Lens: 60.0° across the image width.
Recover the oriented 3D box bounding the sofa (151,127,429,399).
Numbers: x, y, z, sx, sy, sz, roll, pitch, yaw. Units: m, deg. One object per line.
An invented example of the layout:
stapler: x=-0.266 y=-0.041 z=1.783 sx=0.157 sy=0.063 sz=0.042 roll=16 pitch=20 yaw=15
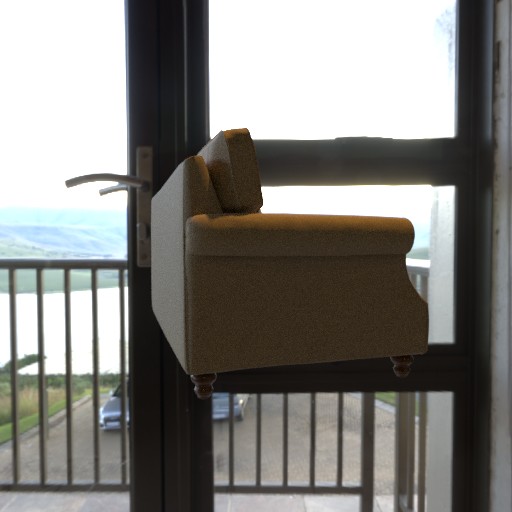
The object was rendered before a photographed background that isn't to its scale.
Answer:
sofa: x=0.000 y=0.000 z=2.290 sx=0.964 sy=0.937 sz=1.665 roll=-1 pitch=2 yaw=-17
